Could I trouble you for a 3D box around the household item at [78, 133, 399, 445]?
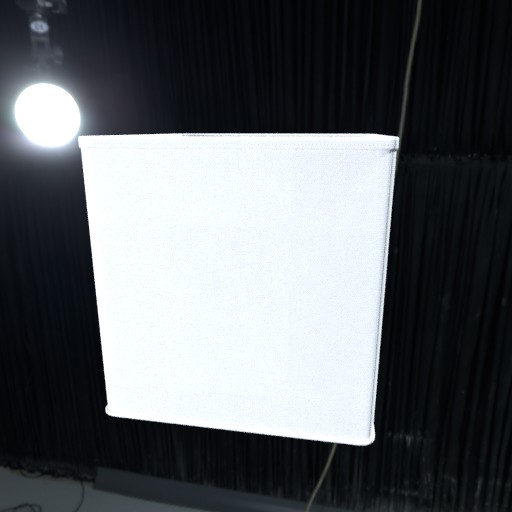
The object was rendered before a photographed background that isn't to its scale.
[{"bbox_3d":[0.000,0.000,0.578,0.305,0.305,0.305,3,16,10],"label":"household item"}]
